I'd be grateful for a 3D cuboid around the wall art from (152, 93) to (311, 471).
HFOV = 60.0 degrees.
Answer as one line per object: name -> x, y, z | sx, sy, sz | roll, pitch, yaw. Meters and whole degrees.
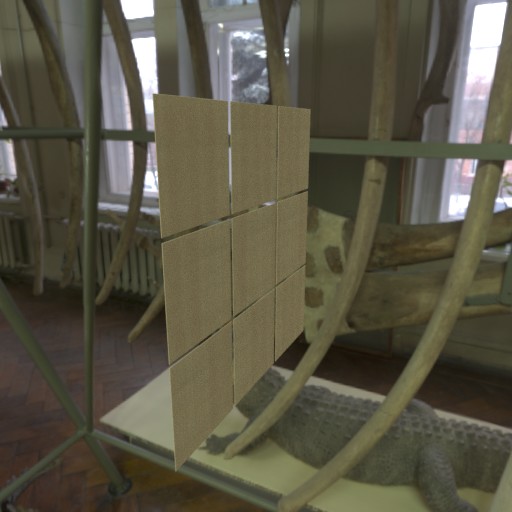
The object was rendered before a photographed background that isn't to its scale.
wall art -> 0.000, 0.000, 2.315 | 0.002, 1.505, 1.517 | 8, 18, 25
